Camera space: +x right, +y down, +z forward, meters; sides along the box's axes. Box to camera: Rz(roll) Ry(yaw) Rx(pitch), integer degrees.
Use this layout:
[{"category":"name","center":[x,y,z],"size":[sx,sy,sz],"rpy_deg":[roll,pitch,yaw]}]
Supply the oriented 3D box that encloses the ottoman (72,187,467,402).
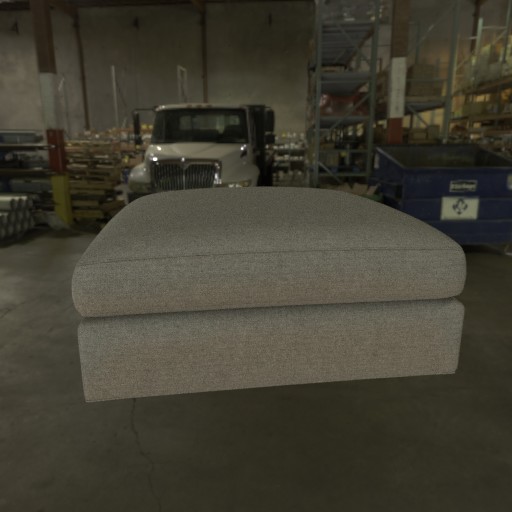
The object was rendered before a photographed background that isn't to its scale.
[{"category":"ottoman","center":[0.000,0.000,1.619],"size":[1.041,0.470,1.041],"rpy_deg":[-2,15,-8]}]
